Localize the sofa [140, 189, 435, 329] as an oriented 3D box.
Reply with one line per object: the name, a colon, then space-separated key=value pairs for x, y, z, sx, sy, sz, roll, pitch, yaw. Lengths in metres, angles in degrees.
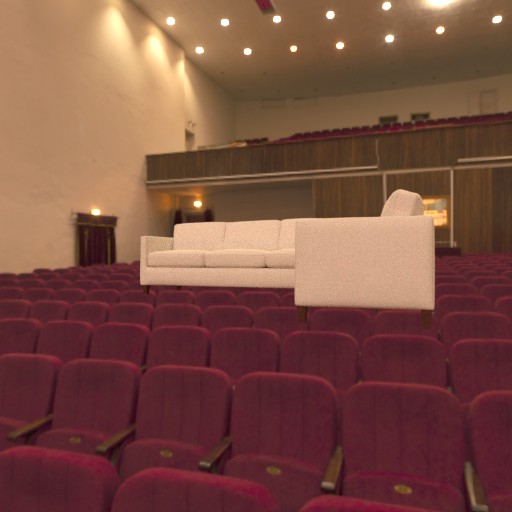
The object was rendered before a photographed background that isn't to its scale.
sofa: x=0.000 y=0.000 z=4.554 sx=3.302 sy=0.947 sz=2.593 roll=0 pitch=0 yaw=19
